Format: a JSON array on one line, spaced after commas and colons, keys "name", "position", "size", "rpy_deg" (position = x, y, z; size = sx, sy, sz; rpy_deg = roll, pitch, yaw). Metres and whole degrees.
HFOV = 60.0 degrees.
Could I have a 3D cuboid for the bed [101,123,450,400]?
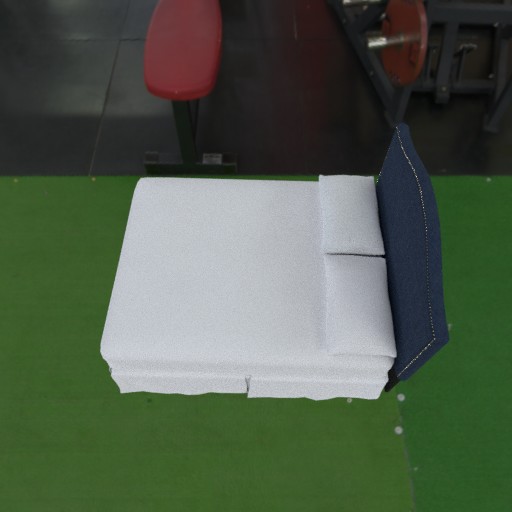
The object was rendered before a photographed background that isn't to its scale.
[{"name": "bed", "position": [0.000, 0.000, 3.278], "size": [2.153, 1.518, 1.725], "rpy_deg": [2, 60, 1]}]
